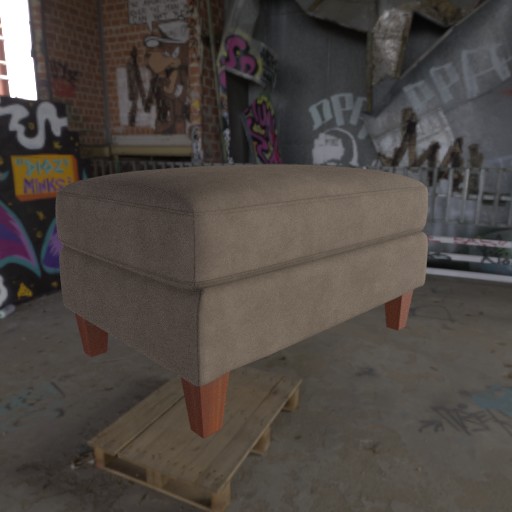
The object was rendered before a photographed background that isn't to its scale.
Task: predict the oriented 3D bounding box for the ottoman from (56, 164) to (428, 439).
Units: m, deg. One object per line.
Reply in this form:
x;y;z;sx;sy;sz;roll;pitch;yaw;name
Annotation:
0.000;0.000;1.201;0.864;0.483;0.584;-13;18;-43;ottoman
